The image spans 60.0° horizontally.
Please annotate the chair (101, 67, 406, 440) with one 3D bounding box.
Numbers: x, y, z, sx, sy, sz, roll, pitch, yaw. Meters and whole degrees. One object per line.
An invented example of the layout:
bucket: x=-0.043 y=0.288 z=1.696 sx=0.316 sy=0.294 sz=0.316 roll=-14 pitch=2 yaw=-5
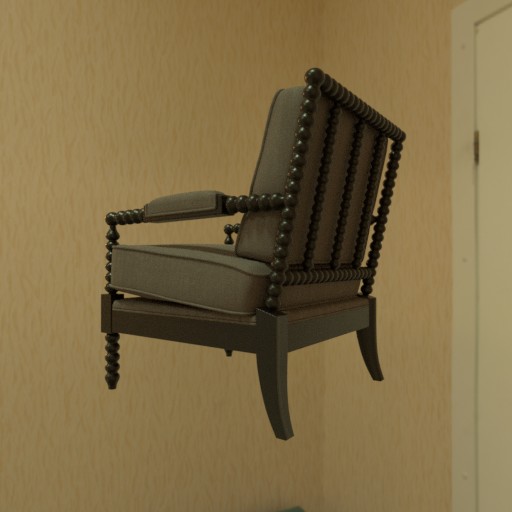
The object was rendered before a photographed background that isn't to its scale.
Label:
chair: x=0.000 y=0.000 z=1.134 sx=0.622 sy=0.661 sz=0.540 roll=0 pitch=-1 yaw=36
